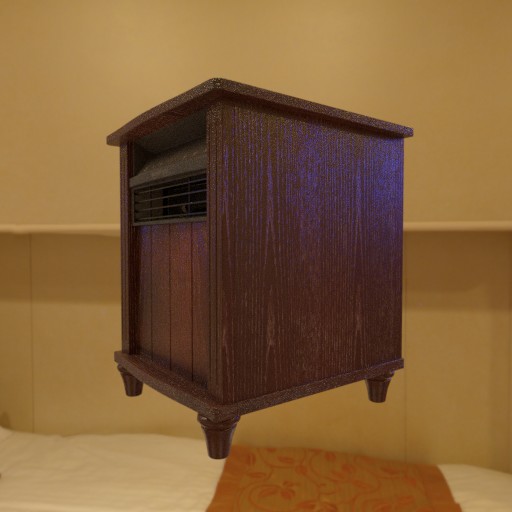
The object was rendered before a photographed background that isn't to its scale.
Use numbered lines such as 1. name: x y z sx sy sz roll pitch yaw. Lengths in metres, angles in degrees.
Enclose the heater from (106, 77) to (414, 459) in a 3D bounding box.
1. heater: 0.000 0.000 0.751 0.400 0.481 0.362 -1 2 -37
